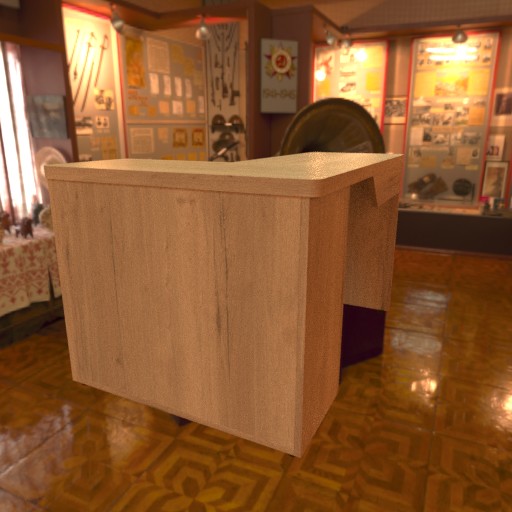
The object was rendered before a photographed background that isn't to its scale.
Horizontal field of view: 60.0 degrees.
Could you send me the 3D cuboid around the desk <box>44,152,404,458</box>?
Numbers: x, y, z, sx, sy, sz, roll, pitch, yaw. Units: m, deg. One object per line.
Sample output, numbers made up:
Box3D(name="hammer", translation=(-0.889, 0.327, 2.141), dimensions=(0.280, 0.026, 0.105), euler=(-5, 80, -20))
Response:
Box3D(name="desk", translation=(0.000, 0.000, 1.772), dimensions=(0.900, 0.760, 1.169), euler=(8, 18, 26))
